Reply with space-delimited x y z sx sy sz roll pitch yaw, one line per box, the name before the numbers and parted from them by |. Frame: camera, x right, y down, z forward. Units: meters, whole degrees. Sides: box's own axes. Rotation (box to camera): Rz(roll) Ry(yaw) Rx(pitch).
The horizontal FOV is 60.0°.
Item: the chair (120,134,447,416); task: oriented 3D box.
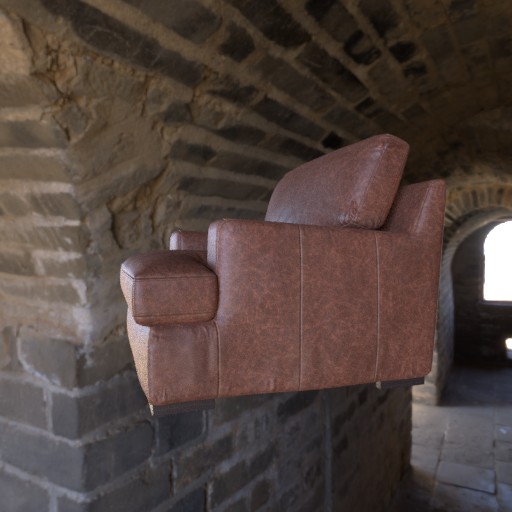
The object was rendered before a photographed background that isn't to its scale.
chair | 0.000 0.000 1.983 1.143 0.939 1.168 0 1 -19
